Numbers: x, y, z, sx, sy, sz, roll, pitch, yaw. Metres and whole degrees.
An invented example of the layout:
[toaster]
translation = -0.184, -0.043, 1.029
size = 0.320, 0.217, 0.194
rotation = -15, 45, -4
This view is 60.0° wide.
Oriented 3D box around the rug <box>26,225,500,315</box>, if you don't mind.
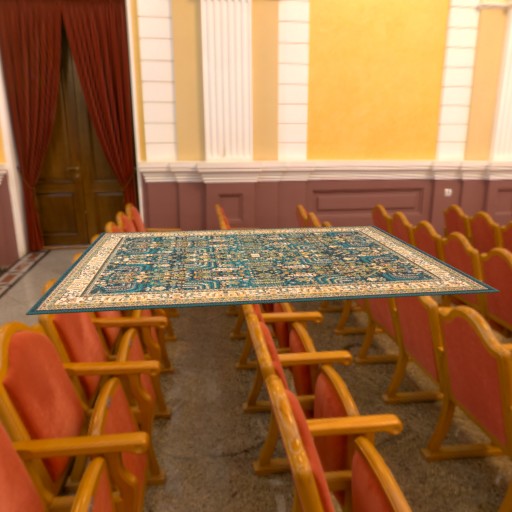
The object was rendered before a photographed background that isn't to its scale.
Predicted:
[rug]
translation = 0.000, 0.000, 3.879
size = 3.044, 0.015, 2.226
rotation = -2, 16, -7
